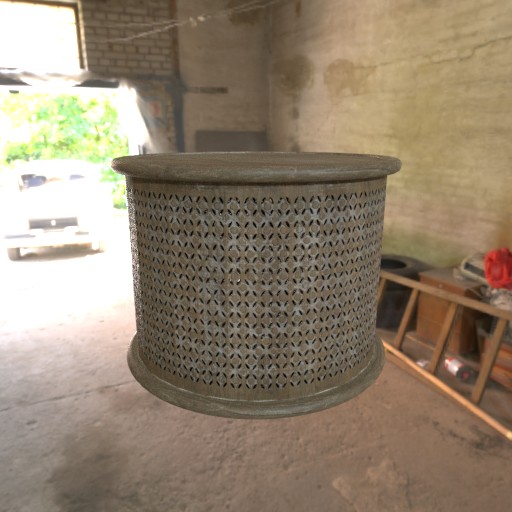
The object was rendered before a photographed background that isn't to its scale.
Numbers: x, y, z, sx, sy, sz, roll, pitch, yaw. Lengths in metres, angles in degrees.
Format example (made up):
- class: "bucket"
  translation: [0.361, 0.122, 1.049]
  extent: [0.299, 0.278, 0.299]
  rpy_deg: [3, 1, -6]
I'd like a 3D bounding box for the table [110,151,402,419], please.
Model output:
- class: "table"
  translation: [0.000, 0.000, 1.024]
  extent: [0.607, 0.450, 0.607]
  rpy_deg: [0, 15, 0]
